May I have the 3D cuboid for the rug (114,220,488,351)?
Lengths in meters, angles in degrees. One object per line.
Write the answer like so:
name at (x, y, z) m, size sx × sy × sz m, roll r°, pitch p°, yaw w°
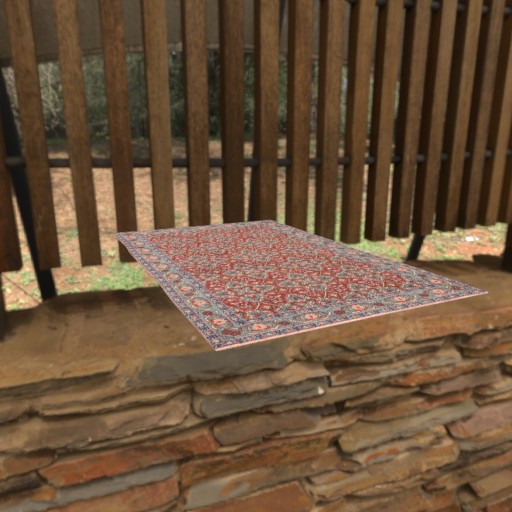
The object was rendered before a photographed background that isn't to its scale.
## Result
rug at (0.000, 0.000, 3.057) m, size 1.533 × 0.011 × 2.439 m, roll -7°, pitch 16°, yaw -25°
